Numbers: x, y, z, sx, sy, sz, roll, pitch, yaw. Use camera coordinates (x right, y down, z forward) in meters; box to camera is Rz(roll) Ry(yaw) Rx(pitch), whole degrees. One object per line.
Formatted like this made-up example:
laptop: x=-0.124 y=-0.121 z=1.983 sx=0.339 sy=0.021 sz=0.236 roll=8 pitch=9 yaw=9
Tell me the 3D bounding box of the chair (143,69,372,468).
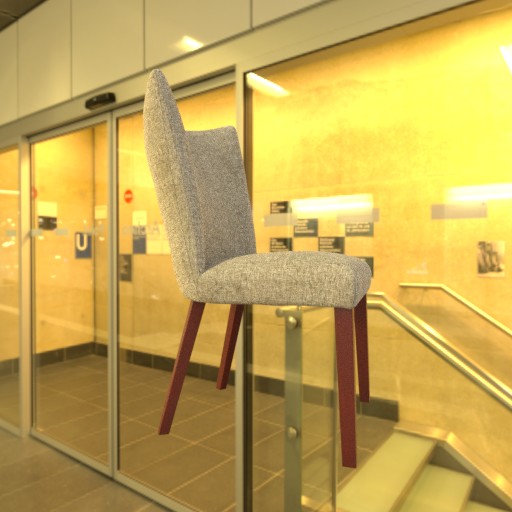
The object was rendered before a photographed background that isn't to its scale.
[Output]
chair: x=0.000 y=0.000 z=1.283 sx=0.623 sy=0.924 sz=0.535 roll=0 pitch=1 yaw=18
